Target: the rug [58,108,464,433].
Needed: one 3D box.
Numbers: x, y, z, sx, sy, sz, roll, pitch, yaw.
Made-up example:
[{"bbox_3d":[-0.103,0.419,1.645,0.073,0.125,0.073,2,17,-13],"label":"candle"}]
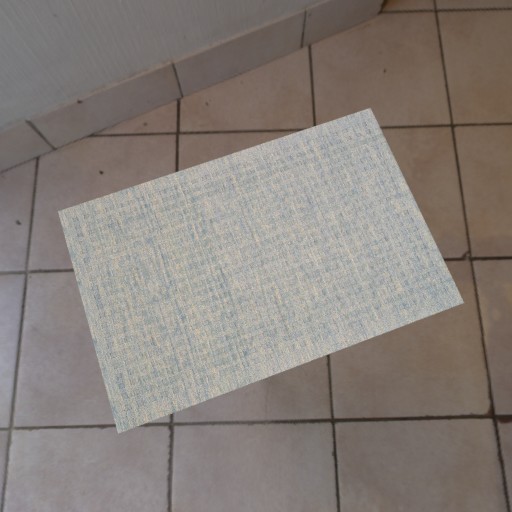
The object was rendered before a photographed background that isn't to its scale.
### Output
[{"bbox_3d":[0.000,0.000,2.227,1.752,0.006,1.142,-19,77,-5],"label":"rug"}]
